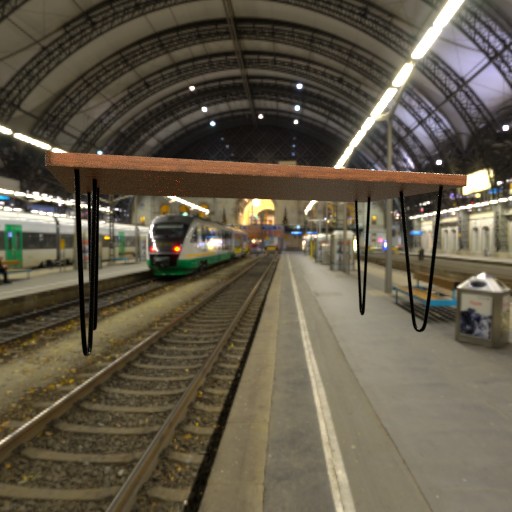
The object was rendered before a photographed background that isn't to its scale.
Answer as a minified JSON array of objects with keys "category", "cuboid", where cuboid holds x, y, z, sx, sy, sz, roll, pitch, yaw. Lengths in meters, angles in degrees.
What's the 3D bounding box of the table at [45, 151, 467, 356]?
[{"category":"table","cuboid":[0.000,0.000,2.207,1.791,0.753,0.883,-1,2,-18]}]
